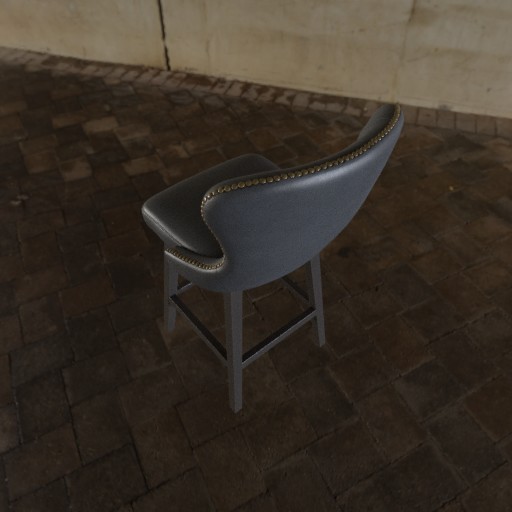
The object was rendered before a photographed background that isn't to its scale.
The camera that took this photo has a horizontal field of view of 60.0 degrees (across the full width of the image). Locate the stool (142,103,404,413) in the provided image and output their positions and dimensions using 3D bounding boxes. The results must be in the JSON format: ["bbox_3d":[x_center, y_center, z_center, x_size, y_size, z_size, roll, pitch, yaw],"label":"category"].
[{"bbox_3d":[0.000,0.000,1.295,0.528,0.971,0.593,-31,53,-27],"label":"stool"}]
